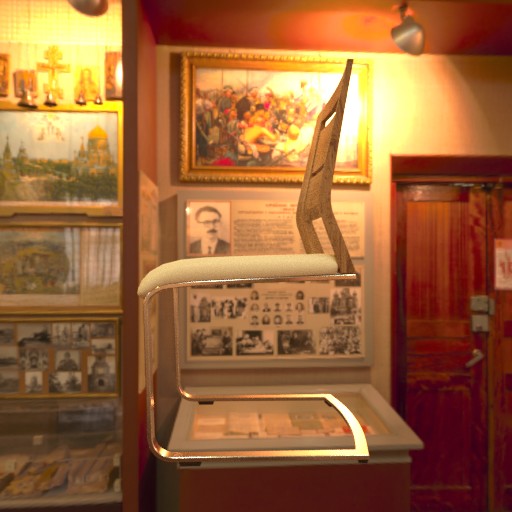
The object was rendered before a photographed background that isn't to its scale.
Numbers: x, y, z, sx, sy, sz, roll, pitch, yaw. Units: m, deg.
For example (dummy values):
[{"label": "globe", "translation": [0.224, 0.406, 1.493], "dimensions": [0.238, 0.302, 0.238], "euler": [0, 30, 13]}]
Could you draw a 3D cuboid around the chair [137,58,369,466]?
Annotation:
[{"label": "chair", "translation": [0.000, 0.000, 1.232], "dimensions": [0.561, 0.955, 0.457], "euler": [0, 0, -2]}]
